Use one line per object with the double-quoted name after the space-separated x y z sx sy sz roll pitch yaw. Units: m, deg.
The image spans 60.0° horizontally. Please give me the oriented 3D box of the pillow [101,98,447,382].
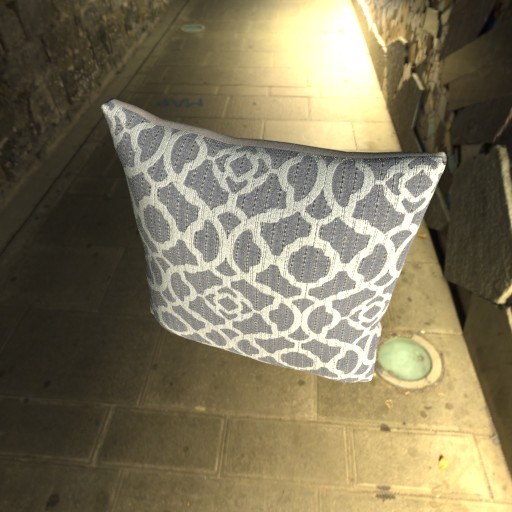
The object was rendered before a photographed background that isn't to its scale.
0.000 0.000 0.784 0.508 0.498 0.215 14 45 14 "pillow"
